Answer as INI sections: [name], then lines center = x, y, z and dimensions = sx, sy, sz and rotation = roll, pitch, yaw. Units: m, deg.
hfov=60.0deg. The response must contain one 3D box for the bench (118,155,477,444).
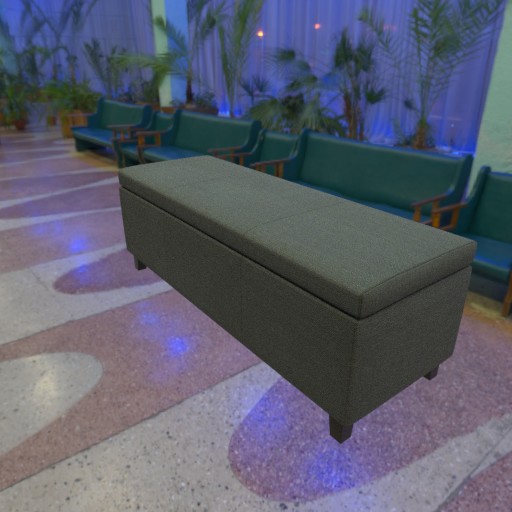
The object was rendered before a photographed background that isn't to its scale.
[bench]
center = 0.000, 0.000, 1.503
dimensions = 0.446, 0.438, 1.269
rotation = -18, 30, -33
